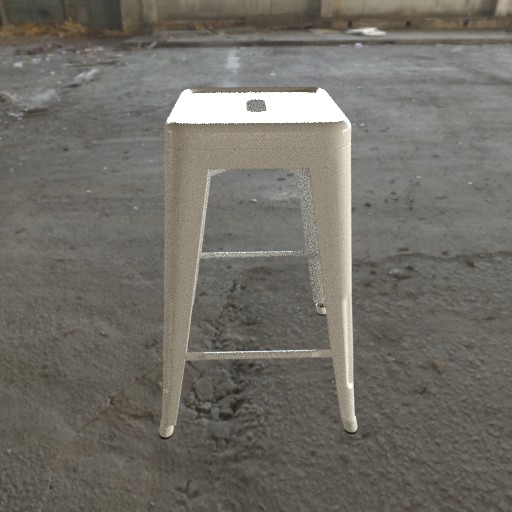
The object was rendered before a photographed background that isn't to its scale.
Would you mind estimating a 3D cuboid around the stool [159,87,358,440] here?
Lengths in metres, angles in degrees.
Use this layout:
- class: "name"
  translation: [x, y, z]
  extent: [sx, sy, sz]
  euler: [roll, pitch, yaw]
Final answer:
- class: "stool"
  translation: [0.000, 0.000, 0.909]
  extent: [0.406, 0.610, 0.406]
  euler: [-1, 32, -2]
